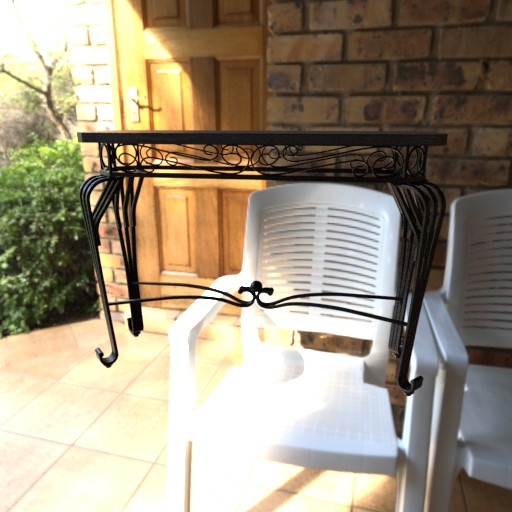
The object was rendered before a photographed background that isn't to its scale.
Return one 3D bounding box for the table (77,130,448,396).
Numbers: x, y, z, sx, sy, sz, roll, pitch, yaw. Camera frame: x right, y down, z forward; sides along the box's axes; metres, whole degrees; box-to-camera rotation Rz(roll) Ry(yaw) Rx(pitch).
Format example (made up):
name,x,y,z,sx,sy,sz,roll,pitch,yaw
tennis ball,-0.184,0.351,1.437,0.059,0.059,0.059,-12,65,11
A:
name,x,y,z,sx,sy,sz,roll,pitch,yaw
table,0.000,0.000,1.483,1.112,0.800,0.329,3,18,9
